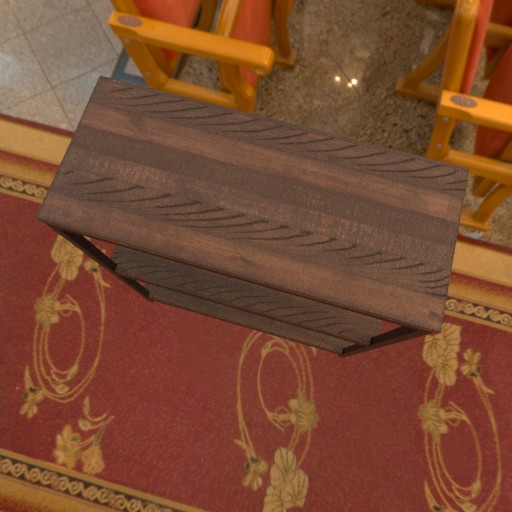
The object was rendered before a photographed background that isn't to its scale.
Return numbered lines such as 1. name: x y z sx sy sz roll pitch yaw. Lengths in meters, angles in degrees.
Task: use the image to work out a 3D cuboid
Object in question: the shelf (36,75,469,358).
1. shelf: 0.000 0.000 1.363 0.822 0.947 0.352 16 75 4
